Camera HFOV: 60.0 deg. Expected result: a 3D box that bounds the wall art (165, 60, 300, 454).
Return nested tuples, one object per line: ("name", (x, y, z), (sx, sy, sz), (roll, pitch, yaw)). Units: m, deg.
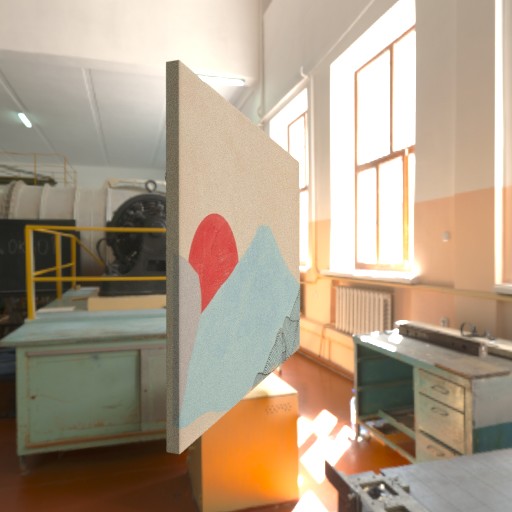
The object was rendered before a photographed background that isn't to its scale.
("wall art", (0.000, 0.000, 1.607), (0.042, 0.912, 1.219), (0, 0, 19))
